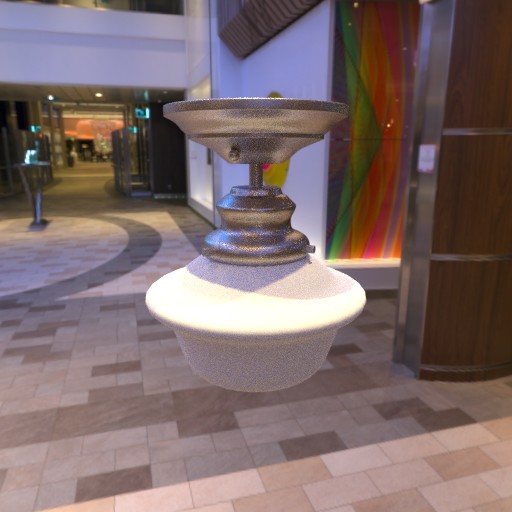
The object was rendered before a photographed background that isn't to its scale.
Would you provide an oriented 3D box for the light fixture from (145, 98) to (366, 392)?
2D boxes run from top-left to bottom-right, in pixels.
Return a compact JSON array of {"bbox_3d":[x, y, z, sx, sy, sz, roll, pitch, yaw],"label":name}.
[{"bbox_3d":[0.000,0.000,0.399,0.199,0.254,0.199,0,14,0],"label":"light fixture"}]
